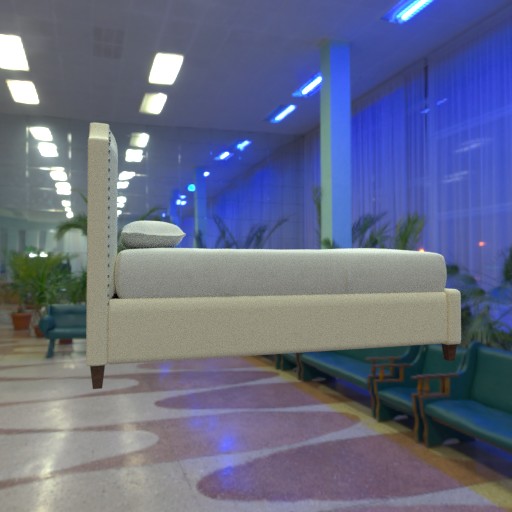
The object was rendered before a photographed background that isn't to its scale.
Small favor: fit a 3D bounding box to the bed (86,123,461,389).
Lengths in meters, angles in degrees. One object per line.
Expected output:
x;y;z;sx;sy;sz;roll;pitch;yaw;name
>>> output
0.000;0.000;3.402;2.329;1.415;1.703;0;-1;-17;bed
